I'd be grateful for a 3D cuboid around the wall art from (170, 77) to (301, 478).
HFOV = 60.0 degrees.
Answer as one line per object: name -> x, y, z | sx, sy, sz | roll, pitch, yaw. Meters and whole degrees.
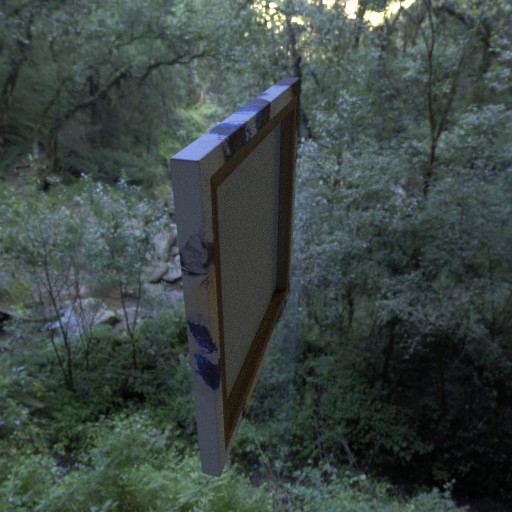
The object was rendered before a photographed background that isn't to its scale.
wall art -> 0.000, 0.000, 0.923 | 0.039, 0.609, 0.609 | 8, 32, 14
